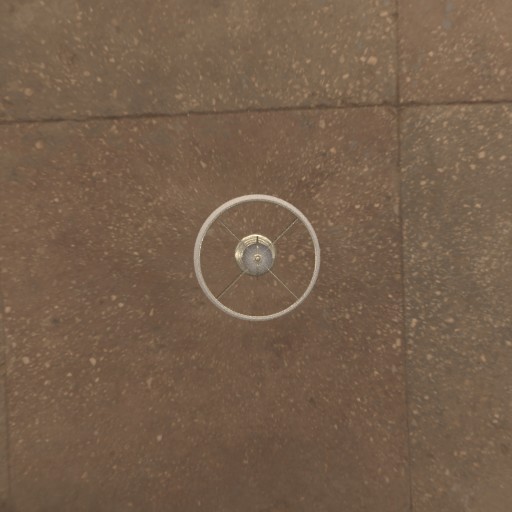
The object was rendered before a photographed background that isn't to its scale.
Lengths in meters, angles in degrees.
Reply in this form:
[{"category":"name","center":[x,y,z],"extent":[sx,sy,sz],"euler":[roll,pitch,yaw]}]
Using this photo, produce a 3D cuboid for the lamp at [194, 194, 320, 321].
[{"category":"lamp","center":[0.000,0.000,1.672],"extent":[0.327,1.506,0.327],"euler":[0,90,0]}]
